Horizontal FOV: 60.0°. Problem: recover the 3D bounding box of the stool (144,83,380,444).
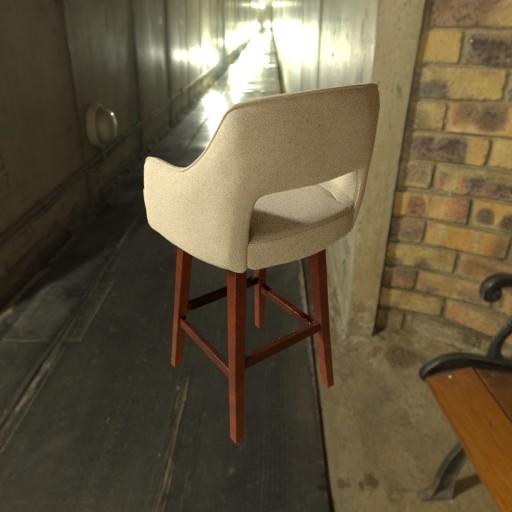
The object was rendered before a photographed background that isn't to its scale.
[{"bbox_3d":[0.000,0.000,1.357,0.550,1.041,0.560,-20,35,-31],"label":"stool"}]
